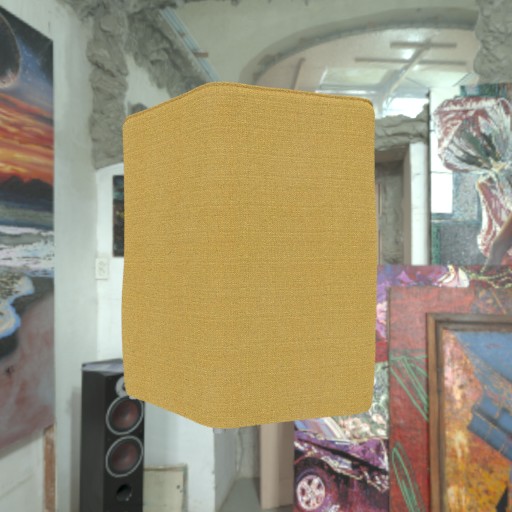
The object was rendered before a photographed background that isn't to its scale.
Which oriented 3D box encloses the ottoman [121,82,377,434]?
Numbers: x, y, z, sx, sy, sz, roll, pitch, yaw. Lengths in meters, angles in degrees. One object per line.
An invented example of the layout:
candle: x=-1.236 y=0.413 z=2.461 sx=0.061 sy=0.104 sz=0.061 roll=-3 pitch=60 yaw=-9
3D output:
ottoman: x=0.000 y=0.000 z=0.851 sx=0.494 sy=0.502 sz=0.443 roll=0 pitch=0 yaw=-17
